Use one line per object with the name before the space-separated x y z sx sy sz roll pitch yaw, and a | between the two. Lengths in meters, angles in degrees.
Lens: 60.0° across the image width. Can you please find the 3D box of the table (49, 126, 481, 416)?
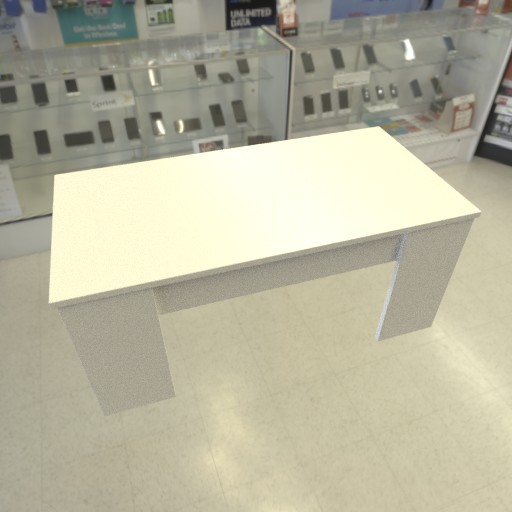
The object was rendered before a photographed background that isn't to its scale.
table | 0.000 0.000 1.293 1.000 0.440 0.500 -12 43 -13
